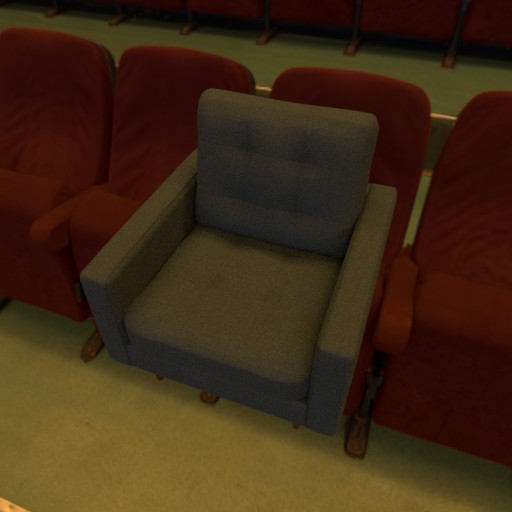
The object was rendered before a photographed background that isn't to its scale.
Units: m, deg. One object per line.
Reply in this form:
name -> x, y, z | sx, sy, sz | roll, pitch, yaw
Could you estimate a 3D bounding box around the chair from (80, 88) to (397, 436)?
chair -> 0.000, 0.000, 1.535 | 0.821, 0.880, 0.843 | 14, 45, 15
